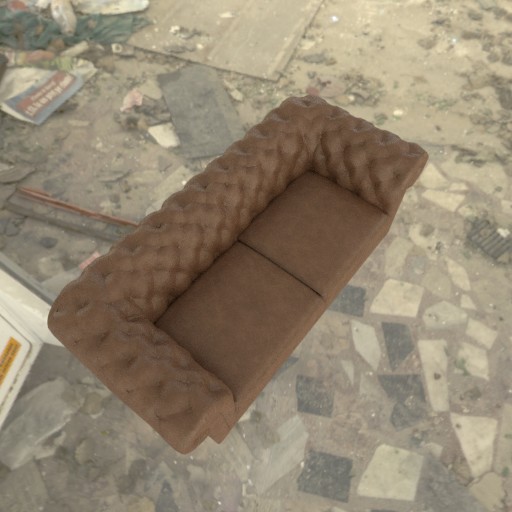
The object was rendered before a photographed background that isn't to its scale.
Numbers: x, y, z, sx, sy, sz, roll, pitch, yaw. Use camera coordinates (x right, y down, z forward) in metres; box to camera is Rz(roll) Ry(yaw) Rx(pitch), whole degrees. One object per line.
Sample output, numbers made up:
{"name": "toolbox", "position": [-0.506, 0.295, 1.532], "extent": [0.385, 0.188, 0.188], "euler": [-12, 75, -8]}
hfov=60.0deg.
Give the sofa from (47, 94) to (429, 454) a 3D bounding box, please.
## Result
{"name": "sofa", "position": [0.000, 0.000, 2.503], "extent": [0.955, 0.784, 2.048], "euler": [34, 63, 20]}
